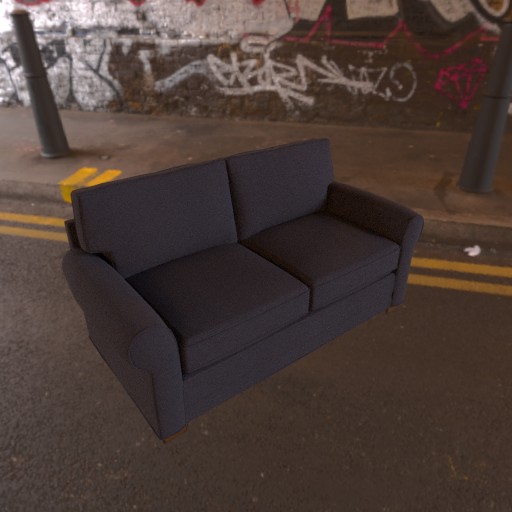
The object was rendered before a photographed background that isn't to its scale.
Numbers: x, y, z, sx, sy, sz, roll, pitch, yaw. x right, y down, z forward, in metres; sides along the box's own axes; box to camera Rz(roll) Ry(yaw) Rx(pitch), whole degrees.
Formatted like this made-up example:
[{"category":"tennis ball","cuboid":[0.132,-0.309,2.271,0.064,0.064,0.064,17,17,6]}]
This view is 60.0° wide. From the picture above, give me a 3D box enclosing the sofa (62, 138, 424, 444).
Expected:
[{"category":"sofa","cuboid":[0.000,0.000,2.586,2.009,1.031,0.951,-21,35,-33]}]
